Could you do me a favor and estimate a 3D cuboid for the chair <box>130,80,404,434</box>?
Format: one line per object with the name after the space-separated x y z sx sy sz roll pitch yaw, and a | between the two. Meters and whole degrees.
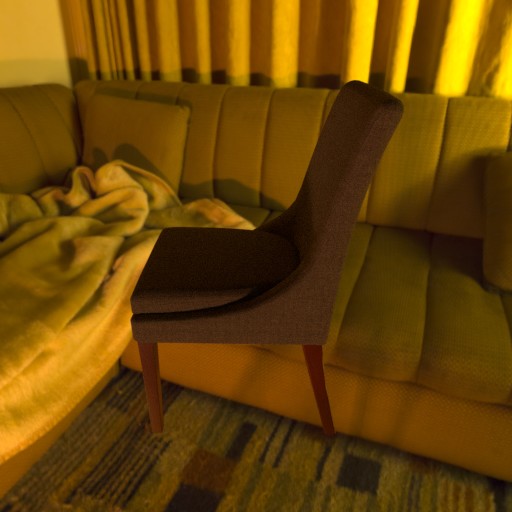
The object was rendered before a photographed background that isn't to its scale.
0.000 0.000 1.333 0.655 0.952 0.508 0 27 0 | chair
